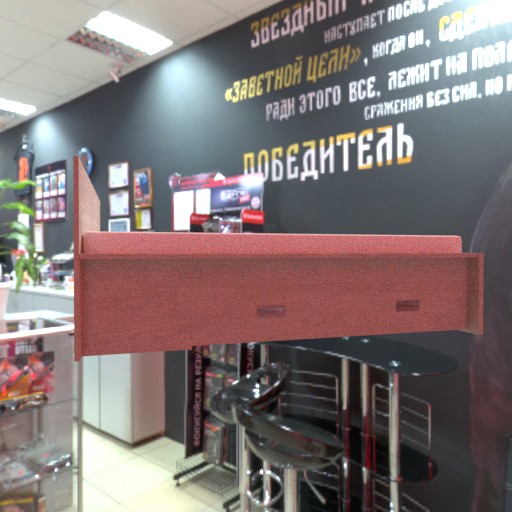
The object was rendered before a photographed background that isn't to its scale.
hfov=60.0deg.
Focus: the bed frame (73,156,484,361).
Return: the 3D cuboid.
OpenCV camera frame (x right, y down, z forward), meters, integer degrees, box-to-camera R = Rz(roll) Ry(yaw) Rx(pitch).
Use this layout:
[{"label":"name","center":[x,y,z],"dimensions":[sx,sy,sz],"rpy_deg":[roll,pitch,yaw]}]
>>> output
[{"label":"bed frame","center":[0.000,0.000,2.778],"dimensions":[1.960,0.800,1.622],"rpy_deg":[0,1,-17]}]
